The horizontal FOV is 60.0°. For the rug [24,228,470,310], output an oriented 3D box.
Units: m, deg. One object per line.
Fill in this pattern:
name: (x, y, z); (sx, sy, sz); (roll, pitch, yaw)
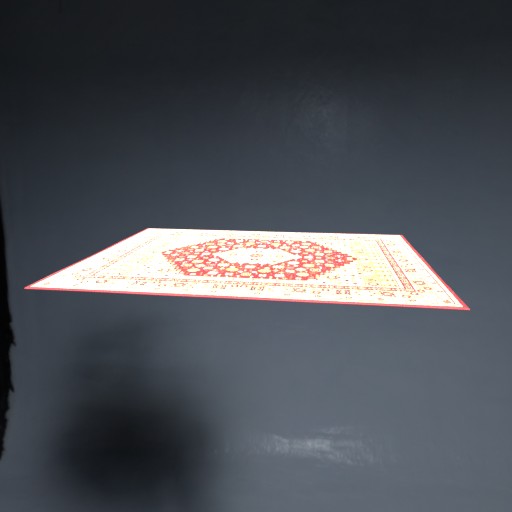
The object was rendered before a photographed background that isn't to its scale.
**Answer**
rug: (0.000, 0.000, 4.133); (3.053, 0.013, 2.387); (2, 14, 8)
